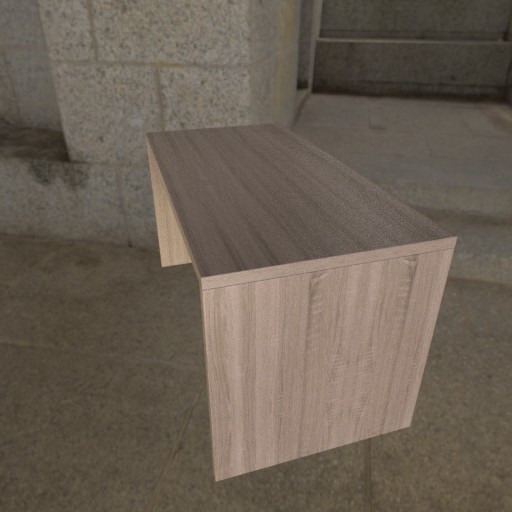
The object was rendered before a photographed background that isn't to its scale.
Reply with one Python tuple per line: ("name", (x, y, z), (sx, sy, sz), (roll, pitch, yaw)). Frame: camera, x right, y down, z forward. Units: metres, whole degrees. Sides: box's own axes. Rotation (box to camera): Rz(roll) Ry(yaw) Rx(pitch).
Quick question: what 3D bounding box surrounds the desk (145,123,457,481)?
("desk", (0.000, 0.000, 1.843), (0.690, 0.745, 1.380), (-9, 31, -15))
